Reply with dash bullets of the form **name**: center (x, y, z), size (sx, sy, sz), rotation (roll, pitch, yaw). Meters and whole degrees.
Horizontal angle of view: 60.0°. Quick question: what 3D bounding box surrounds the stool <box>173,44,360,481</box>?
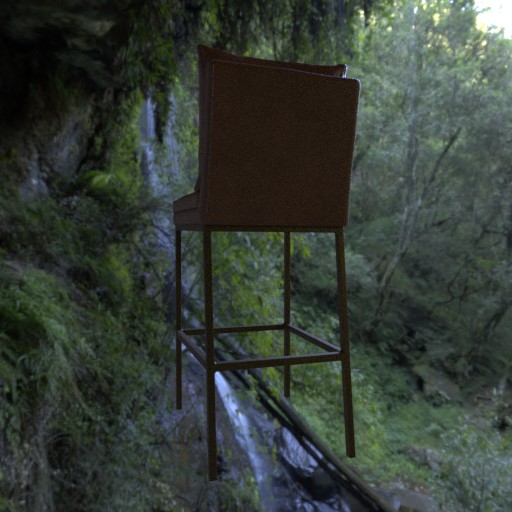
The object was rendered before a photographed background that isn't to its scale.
- **stool**: center (0.000, 0.000, 1.425), size (0.463, 1.124, 0.571), rotation (0, 1, -18)
